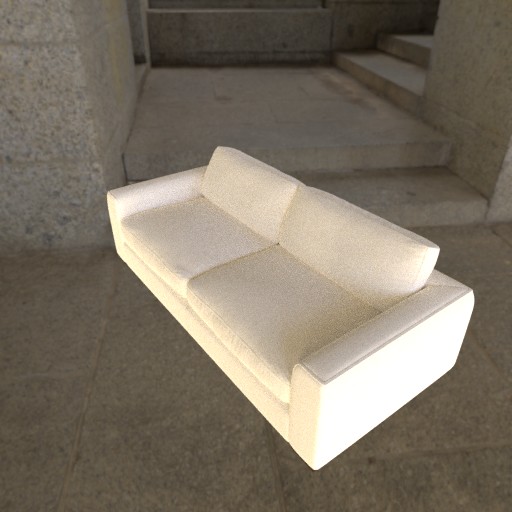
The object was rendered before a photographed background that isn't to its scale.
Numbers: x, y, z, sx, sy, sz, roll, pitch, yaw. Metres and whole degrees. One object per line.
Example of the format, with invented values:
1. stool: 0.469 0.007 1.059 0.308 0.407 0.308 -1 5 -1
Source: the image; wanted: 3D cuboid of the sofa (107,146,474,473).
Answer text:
1. sofa: 0.000 0.000 2.748 1.070 0.801 2.262 -22 38 -30
